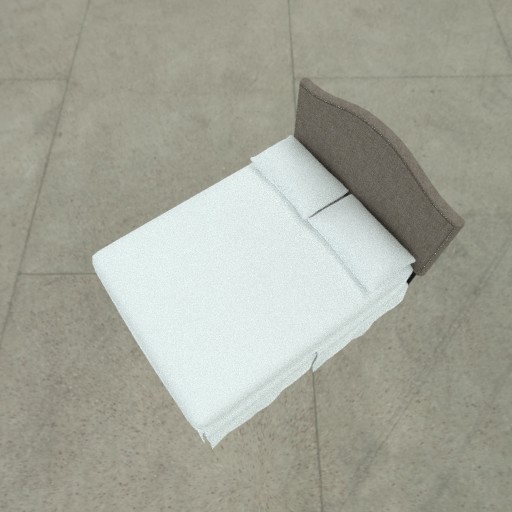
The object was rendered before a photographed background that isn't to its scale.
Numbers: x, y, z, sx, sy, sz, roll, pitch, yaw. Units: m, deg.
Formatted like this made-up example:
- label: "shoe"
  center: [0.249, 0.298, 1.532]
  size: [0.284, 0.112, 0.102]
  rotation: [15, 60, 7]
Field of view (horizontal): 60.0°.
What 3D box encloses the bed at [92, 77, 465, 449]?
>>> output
- label: "bed"
  center: [0.000, 0.000, 3.357]
  size: [2.153, 1.518, 1.713]
  rotation: [-33, 67, -16]
